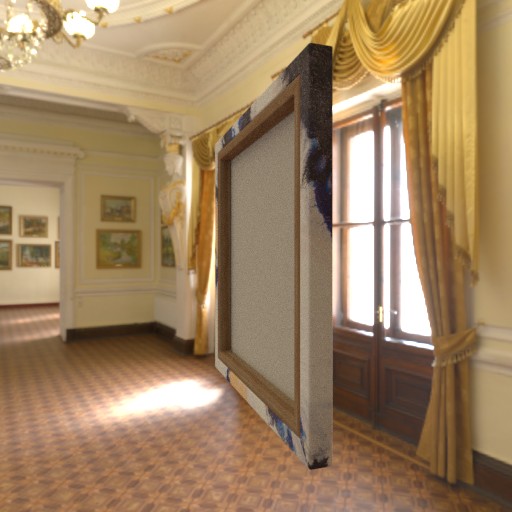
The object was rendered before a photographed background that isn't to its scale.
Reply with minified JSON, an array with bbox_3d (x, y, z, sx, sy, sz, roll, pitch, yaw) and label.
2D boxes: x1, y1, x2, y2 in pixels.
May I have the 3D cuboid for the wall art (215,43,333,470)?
[{"bbox_3d":[0.000,0.000,0.923,0.039,0.609,0.609,0,0,-18],"label":"wall art"}]
